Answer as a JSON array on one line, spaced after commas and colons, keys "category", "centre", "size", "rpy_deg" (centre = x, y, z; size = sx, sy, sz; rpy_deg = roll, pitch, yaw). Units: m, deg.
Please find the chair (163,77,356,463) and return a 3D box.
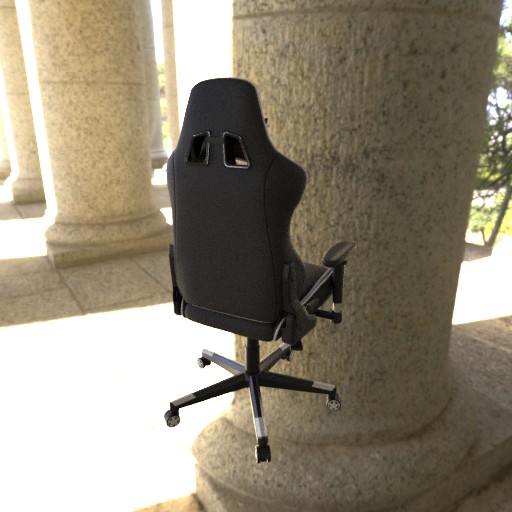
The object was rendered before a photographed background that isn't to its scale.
[{"category": "chair", "centre": [0.000, 0.000, 1.684], "size": [0.700, 1.240, 0.700], "rpy_deg": [10, 20, 27]}]
